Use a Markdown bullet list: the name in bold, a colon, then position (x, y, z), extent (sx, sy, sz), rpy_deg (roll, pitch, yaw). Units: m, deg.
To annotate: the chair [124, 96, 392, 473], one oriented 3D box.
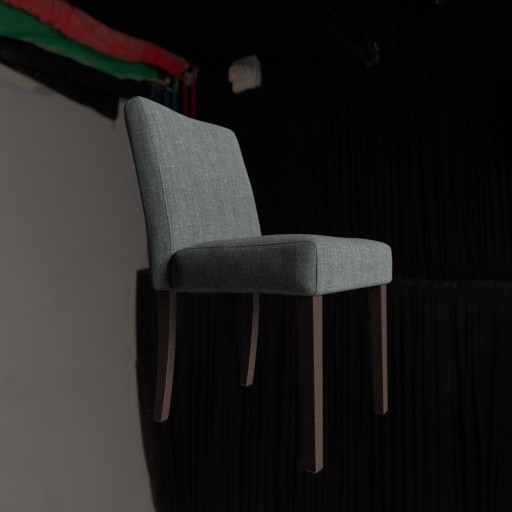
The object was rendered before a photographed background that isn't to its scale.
- **chair**: position (0.000, 0.000, 1.248), extent (0.629, 0.884, 0.487), rpy_deg (0, 0, 35)
